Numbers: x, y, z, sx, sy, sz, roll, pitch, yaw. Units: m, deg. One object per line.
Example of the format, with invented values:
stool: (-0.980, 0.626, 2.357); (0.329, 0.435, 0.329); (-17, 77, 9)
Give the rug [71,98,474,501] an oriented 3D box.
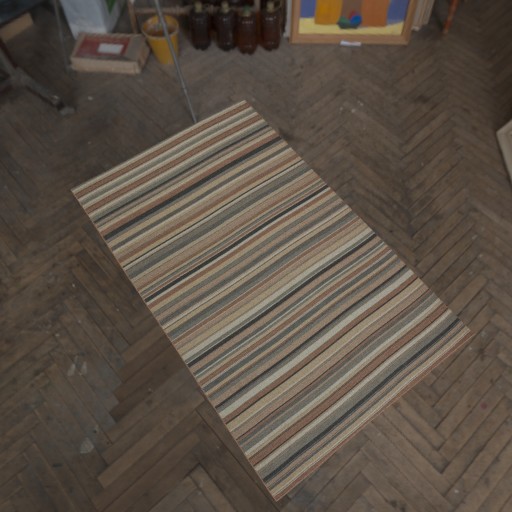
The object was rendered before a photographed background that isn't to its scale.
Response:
rug: (0.000, 0.000, 2.947); (1.523, 0.014, 2.438); (-33, 68, -16)
